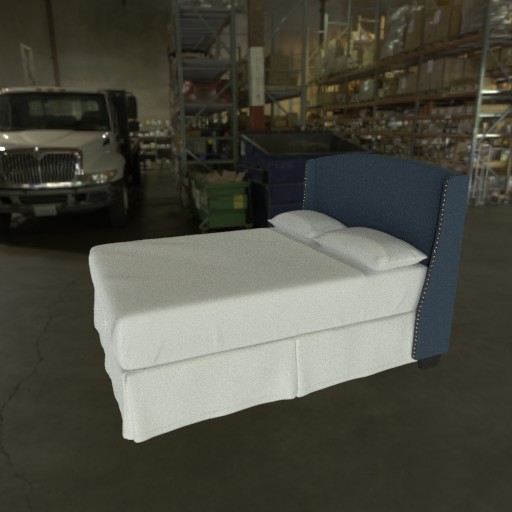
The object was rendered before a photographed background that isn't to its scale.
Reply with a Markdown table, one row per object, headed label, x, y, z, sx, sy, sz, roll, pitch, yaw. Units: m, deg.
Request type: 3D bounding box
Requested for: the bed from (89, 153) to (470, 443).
| label | x | y | z | sx | sy | sz | roll | pitch | yaw |
| --- | --- | --- | --- | --- | --- | --- | --- | --- | --- |
| bed | 0.000 | 0.000 | 3.254 | 2.237 | 1.407 | 1.710 | -7 | 18 | -24 |
